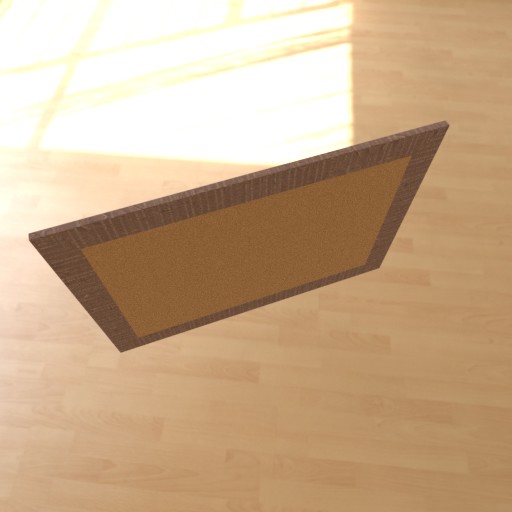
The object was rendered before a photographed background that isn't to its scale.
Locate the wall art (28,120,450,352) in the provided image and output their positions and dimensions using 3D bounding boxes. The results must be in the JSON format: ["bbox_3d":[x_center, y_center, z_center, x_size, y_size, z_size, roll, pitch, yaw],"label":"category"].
[{"bbox_3d":[0.000,0.000,1.385,1.056,0.761,0.020,-17,61,-10],"label":"wall art"}]
